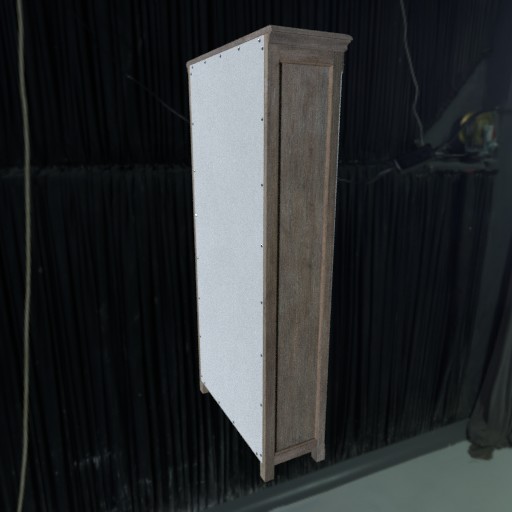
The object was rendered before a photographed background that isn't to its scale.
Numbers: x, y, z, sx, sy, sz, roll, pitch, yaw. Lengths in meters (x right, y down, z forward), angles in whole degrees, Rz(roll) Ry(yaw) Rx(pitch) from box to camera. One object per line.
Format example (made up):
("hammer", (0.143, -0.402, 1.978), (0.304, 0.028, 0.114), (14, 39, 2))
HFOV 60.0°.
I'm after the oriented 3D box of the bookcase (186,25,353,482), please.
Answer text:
("bookcase", (0.000, 0.000, 2.204), (0.348, 1.880, 0.906), (-8, 17, -26))
